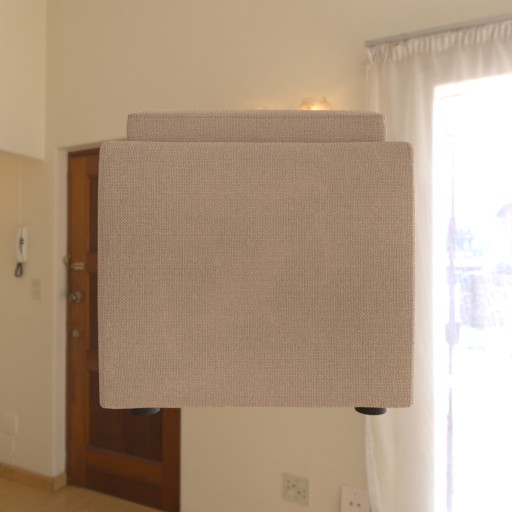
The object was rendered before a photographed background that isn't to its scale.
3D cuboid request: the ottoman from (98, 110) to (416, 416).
[{"bbox_3d":[0.000,0.000,0.827,0.450,0.460,0.451,0,-1,0],"label":"ottoman"}]
